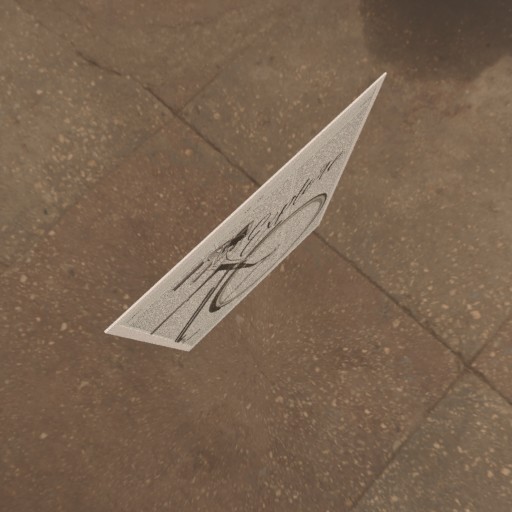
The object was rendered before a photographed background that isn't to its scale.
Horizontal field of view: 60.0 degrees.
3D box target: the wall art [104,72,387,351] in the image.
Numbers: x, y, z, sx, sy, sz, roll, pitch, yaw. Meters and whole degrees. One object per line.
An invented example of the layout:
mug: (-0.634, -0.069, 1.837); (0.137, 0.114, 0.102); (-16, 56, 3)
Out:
wall art: (0.000, 0.000, 0.811); (0.457, 0.610, 0.003); (-44, 80, -10)
